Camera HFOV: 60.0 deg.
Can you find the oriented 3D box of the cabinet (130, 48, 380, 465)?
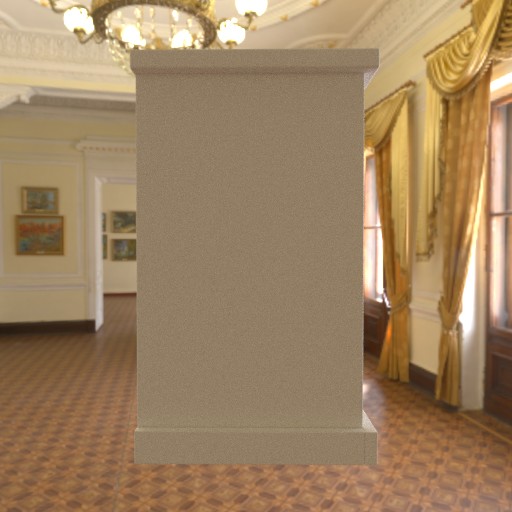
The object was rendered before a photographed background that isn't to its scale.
[{"bbox_3d":[0.000,0.000,1.027,0.431,0.723,0.520,0,1,1],"label":"cabinet"}]
